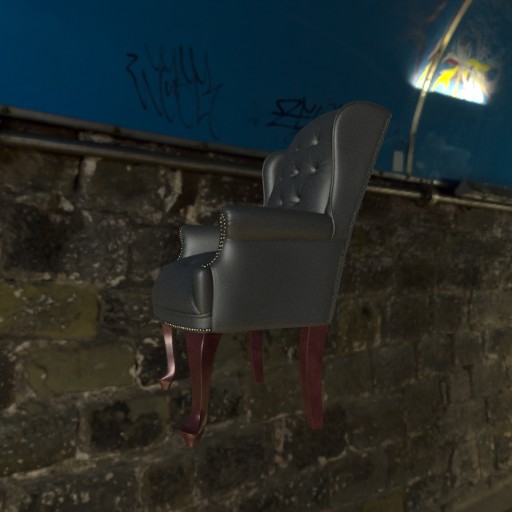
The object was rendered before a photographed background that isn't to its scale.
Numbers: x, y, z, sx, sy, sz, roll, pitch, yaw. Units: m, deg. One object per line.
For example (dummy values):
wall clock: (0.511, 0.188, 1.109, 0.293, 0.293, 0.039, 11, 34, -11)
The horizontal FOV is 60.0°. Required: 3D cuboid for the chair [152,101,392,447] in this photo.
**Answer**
chair: (0.000, 0.000, 1.678, 0.762, 1.111, 0.838, 0, -1, -19)
